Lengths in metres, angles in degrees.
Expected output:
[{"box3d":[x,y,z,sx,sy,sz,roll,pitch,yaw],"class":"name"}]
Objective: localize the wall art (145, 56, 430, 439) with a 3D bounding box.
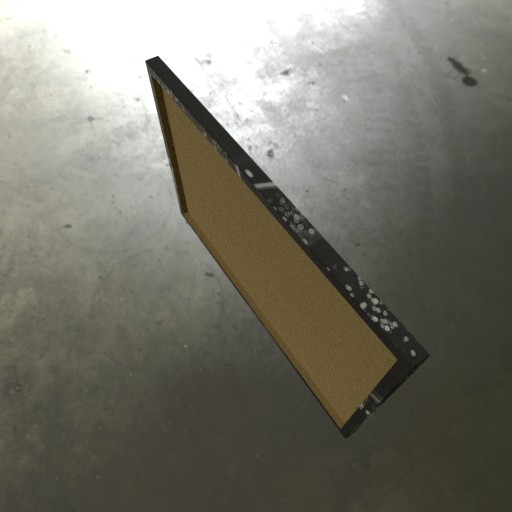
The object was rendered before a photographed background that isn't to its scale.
[{"box3d":[0.000,0.000,1.137,0.038,0.609,0.914,-30,63,-17],"class":"wall art"}]
